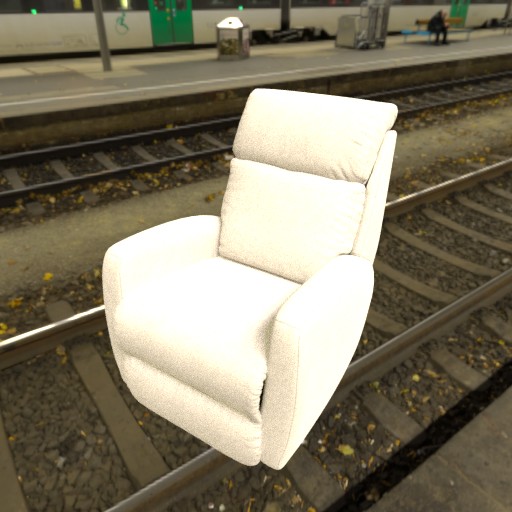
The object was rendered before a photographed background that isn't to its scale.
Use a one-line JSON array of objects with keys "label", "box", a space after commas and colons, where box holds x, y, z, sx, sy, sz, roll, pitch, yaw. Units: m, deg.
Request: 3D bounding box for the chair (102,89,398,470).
[{"label": "chair", "box": [0.000, 0.000, 1.618, 0.812, 1.015, 0.941, 18, 35, 28]}]
